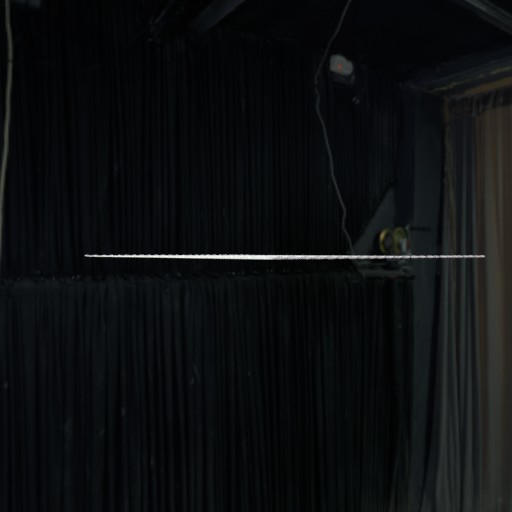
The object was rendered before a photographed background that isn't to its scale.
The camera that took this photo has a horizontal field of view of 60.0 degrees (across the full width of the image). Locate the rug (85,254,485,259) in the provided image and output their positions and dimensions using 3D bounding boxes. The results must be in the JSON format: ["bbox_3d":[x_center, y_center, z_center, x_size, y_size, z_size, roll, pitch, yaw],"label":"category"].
[{"bbox_3d":[0.000,0.000,3.869,2.030,0.017,3.040,0,0,-37],"label":"rug"}]
